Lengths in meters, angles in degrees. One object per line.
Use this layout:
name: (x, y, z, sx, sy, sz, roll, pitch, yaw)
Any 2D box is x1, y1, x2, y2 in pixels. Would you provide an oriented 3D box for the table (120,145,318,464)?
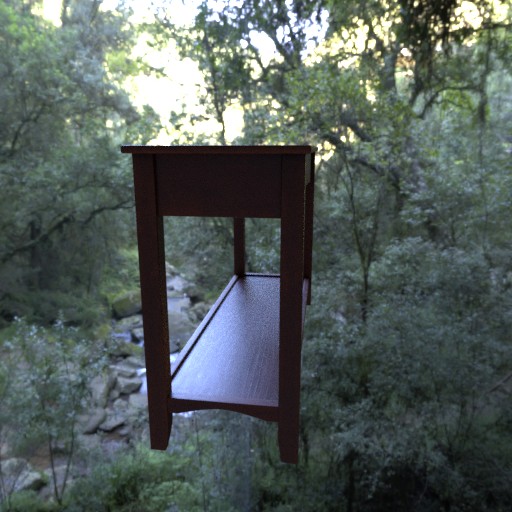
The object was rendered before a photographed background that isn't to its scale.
table: (0.000, 0.000, 1.540, 0.392, 0.739, 1.188, 2, 14, 8)
